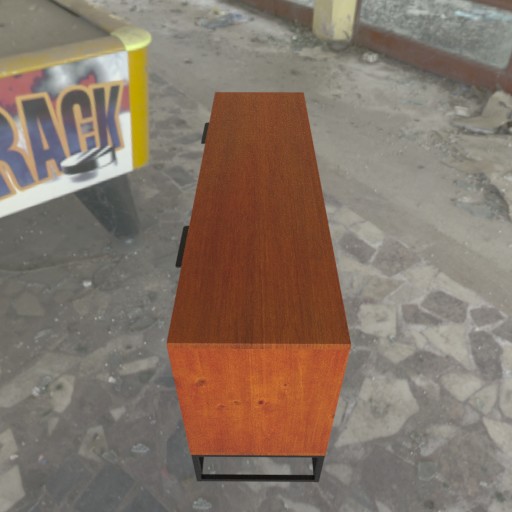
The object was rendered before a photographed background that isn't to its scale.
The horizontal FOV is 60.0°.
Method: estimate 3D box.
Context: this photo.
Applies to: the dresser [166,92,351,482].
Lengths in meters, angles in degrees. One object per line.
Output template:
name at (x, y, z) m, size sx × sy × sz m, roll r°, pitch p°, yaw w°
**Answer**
dresser at (0.000, 0.000, 1.896) m, size 0.464 × 0.810 × 1.536 m, roll 0°, pitch 42°, yaw 0°
